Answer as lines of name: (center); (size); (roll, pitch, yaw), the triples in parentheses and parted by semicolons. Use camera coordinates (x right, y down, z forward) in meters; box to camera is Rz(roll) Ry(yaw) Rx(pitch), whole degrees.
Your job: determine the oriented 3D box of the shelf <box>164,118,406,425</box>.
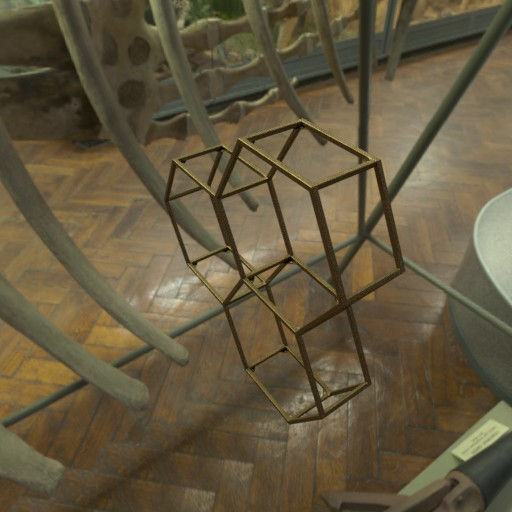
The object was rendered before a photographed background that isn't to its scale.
shelf: (0.000, 0.000, 1.086); (0.150, 0.701, 0.708); (-25, 46, -26)
